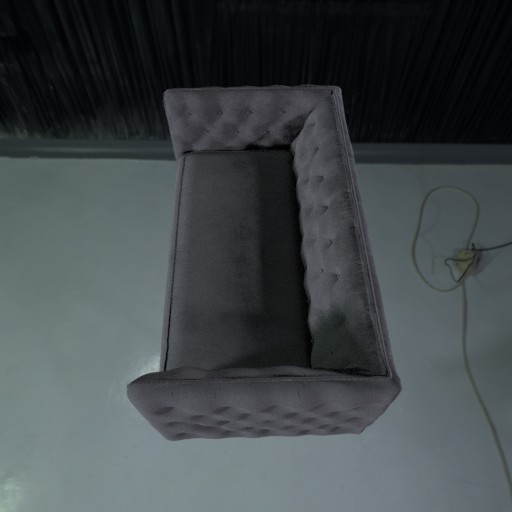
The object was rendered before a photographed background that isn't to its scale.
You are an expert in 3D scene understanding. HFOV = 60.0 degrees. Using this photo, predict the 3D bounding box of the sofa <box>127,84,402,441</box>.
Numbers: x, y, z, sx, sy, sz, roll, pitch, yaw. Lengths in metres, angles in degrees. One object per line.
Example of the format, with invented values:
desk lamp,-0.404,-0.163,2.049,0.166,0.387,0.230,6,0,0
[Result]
sofa,0.000,0.000,2.128,0.909,0.810,1.583,-1,58,-1
